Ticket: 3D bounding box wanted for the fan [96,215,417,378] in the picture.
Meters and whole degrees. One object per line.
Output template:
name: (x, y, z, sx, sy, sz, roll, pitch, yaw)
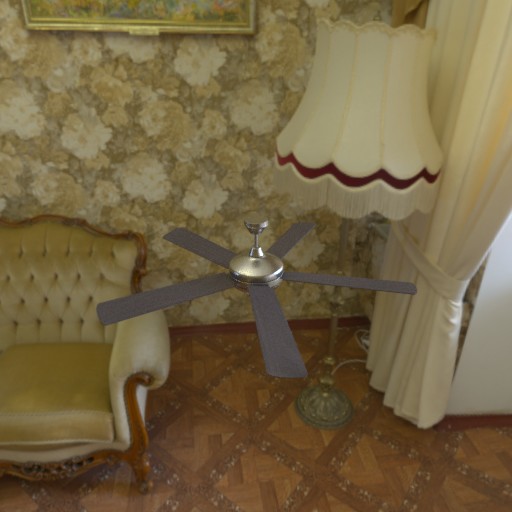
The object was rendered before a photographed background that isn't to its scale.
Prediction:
fan: (0.000, 0.000, 1.998, 1.321, 0.356, 1.321, 18, 32, 32)
